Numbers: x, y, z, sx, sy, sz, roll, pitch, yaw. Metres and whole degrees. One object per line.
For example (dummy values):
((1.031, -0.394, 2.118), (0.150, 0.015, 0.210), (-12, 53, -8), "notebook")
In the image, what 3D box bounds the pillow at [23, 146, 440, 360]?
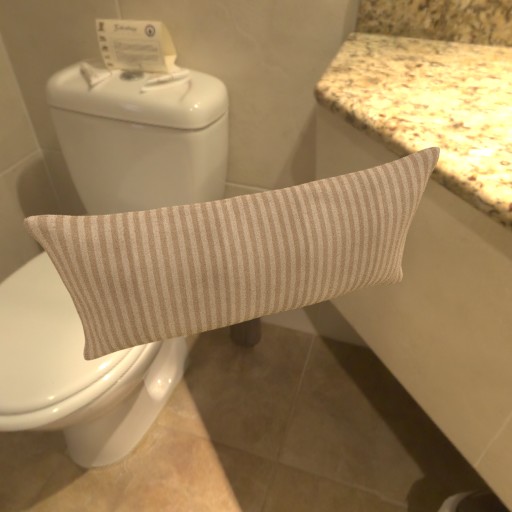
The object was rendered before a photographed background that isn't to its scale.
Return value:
((0.000, 0.000, 0.724), (0.617, 0.295, 0.151), (-12, 43, -14), "pillow")
